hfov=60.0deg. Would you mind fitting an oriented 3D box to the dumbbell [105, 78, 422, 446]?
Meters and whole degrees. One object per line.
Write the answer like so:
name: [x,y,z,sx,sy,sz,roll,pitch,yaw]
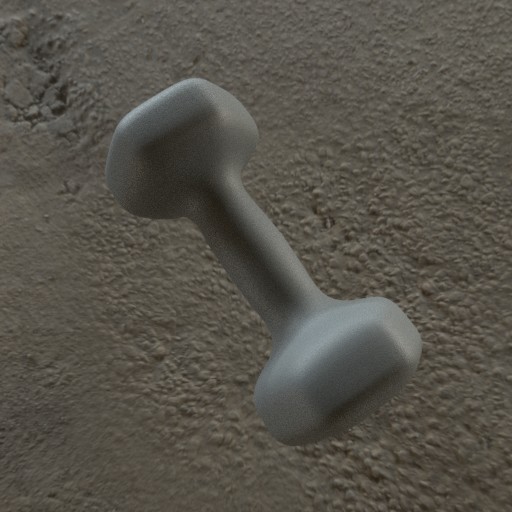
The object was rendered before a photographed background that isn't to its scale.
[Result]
dumbbell: [0.000,0.000,0.231,0.090,0.081,0.184,-33,78,-8]
